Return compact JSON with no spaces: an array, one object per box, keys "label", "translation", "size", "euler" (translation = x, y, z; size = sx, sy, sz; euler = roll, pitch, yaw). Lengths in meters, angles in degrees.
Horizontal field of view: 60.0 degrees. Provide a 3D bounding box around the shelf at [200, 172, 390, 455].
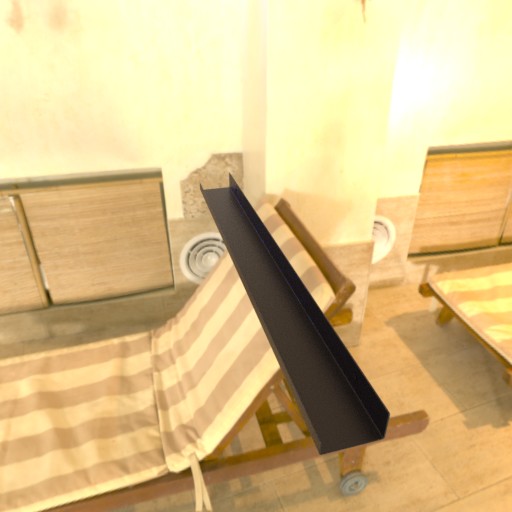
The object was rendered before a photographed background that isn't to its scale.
[{"label":"shelf","translation":[0.000,0.000,0.938],"size":[0.092,0.049,0.924],"euler":[-8,31,-13]}]
